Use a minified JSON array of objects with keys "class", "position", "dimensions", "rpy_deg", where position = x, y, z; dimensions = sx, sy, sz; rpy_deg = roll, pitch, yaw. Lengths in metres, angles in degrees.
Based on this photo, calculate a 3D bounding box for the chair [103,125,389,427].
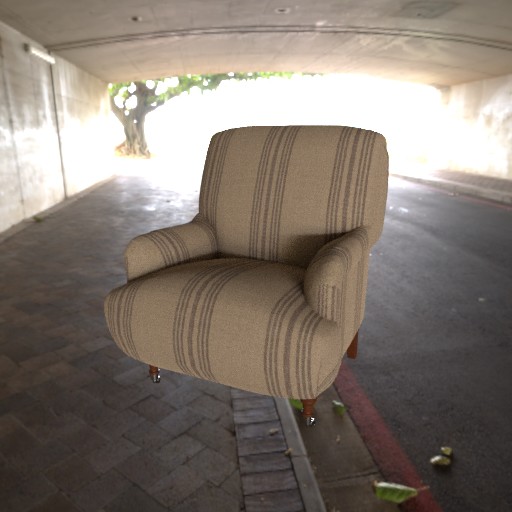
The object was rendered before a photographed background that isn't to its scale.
[{"class":"chair","position":[0.000,0.000,1.636],"dimensions":[0.813,0.940,0.914],"rpy_deg":[7,17,24]}]
